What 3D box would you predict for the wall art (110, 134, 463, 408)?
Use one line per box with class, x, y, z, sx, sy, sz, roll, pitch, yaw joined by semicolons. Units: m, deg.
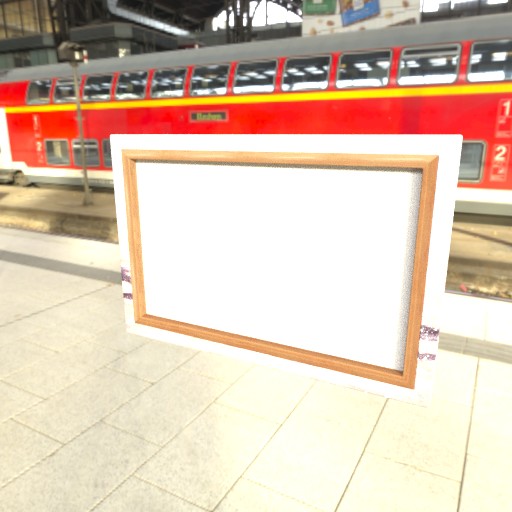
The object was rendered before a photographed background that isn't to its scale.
wall art;0.000;0.000;1.154;0.913;0.609;0.038;8;17;26
